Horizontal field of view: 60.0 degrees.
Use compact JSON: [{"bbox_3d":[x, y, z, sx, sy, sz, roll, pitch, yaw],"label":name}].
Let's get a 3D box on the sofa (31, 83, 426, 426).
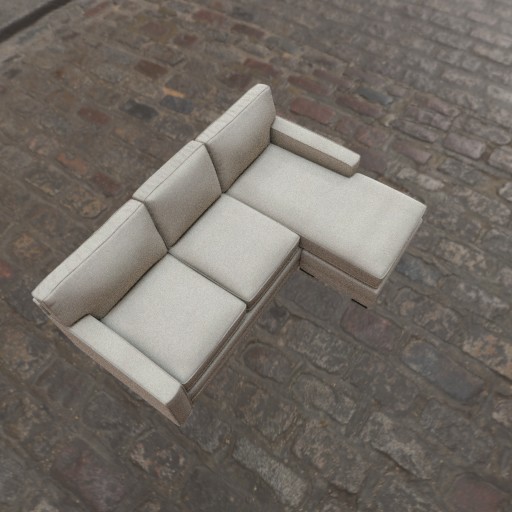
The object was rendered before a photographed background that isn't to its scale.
[{"bbox_3d":[0.000,0.000,2.807,1.496,0.861,2.087,31,63,18],"label":"sofa"}]
